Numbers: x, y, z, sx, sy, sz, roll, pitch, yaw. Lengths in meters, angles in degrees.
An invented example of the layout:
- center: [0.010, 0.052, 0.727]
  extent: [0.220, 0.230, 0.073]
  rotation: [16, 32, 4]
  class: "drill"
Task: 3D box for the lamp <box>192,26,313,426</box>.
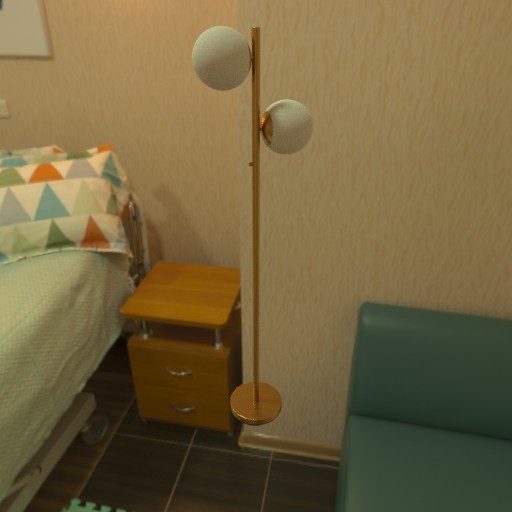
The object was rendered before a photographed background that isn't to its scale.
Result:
- center: [0.000, 0.000, 1.782]
  extent: [0.419, 1.641, 0.249]
  rotation: [-9, 28, -16]
  class: "lamp"
